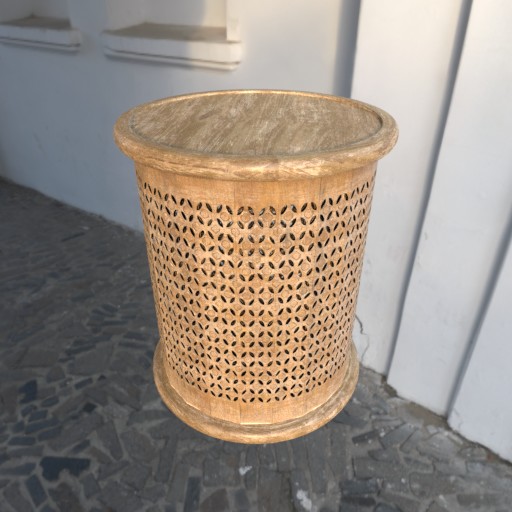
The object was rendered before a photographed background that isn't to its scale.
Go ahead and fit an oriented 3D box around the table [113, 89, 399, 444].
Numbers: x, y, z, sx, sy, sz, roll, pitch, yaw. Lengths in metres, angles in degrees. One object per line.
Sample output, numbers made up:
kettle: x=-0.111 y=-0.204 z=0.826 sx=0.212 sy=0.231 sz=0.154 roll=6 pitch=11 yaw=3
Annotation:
table: x=0.000 y=0.000 z=0.774 sx=0.407 sy=0.482 sz=0.407 roll=0 pitch=31 yaw=0
